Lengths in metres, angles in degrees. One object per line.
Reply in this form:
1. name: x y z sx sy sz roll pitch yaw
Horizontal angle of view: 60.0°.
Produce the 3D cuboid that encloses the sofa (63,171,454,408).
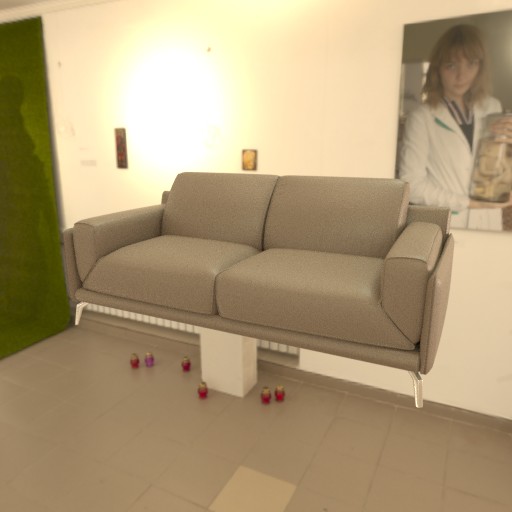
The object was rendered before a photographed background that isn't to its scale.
1. sofa: 0.000 0.000 2.598 2.101 0.930 1.049 7 16 25
